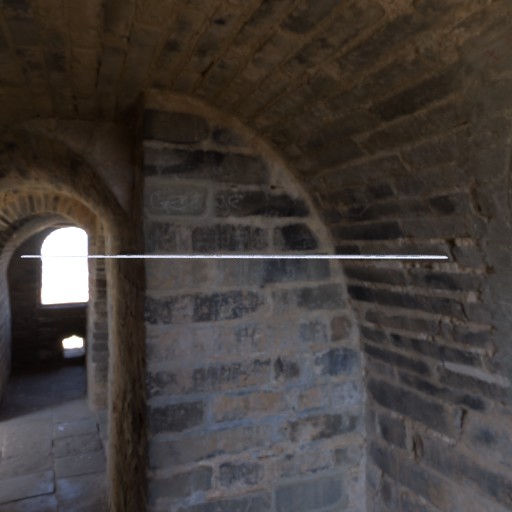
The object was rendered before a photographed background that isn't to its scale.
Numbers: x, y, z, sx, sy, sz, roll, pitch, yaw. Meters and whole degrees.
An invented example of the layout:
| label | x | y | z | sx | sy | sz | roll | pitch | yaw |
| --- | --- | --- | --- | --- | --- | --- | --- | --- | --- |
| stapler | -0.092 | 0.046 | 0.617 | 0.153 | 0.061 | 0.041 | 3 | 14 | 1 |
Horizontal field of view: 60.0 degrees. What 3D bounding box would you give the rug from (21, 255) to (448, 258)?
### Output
| label | x | y | z | sx | sy | sz | roll | pitch | yaw |
| --- | --- | --- | --- | --- | --- | --- | --- | --- | --- |
| rug | 0.000 | 0.000 | 4.083 | 3.040 | 0.014 | 2.423 | 0 | 0 | 18 |
